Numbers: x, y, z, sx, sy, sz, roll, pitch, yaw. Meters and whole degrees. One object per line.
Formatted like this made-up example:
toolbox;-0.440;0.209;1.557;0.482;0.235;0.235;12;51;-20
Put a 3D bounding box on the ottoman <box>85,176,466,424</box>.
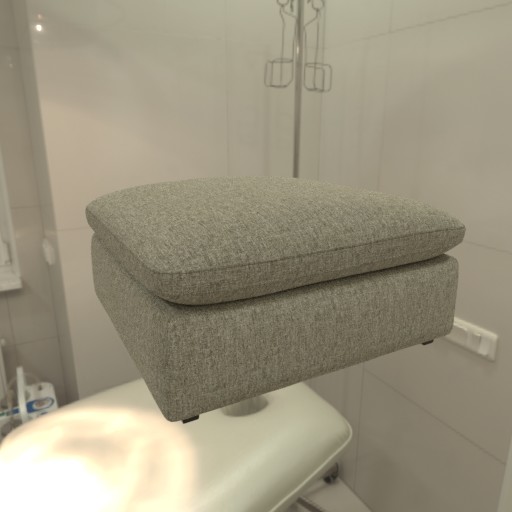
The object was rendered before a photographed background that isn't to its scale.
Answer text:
ottoman;0.000;0.000;1.627;1.039;0.526;1.035;-9;19;-27
